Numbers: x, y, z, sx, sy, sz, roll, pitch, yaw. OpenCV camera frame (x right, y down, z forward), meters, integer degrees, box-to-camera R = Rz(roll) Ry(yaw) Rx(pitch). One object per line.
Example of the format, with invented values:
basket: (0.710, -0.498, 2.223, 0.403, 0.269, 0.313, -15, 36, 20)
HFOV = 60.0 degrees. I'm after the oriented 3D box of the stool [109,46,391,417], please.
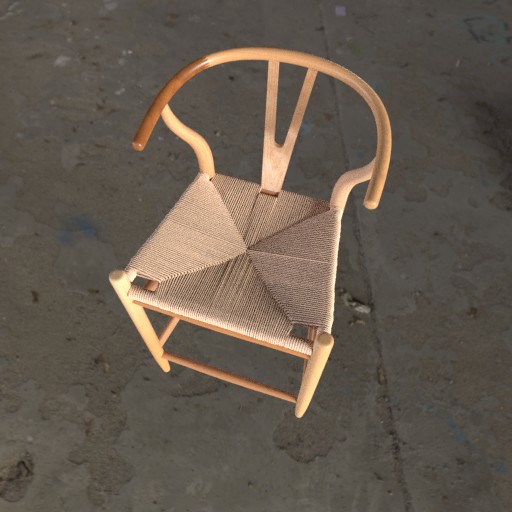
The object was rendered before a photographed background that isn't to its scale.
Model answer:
stool: (0.000, 0.000, 1.261, 0.536, 0.923, 0.575, 16, 59, 10)
